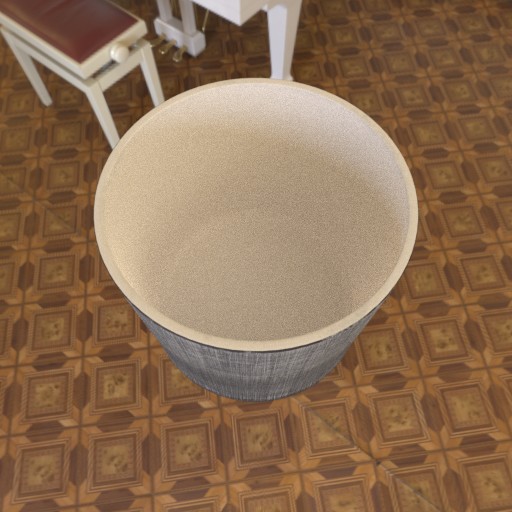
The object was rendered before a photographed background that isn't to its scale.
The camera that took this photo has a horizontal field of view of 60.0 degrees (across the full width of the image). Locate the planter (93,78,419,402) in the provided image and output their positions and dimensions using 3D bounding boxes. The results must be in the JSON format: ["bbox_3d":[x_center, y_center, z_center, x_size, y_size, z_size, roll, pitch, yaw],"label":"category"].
[{"bbox_3d":[0.000,0.000,0.315,0.178,0.157,0.178,0,64,0],"label":"planter"}]
